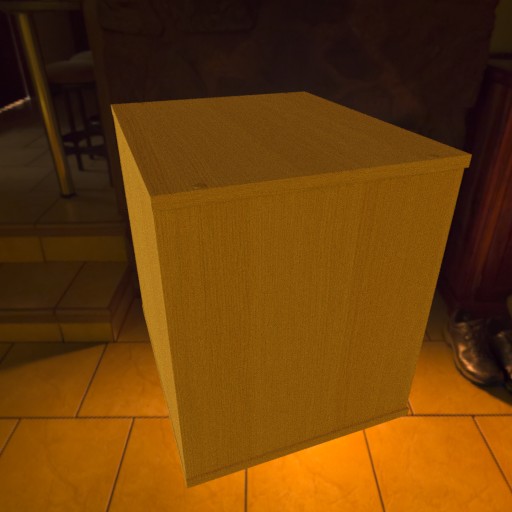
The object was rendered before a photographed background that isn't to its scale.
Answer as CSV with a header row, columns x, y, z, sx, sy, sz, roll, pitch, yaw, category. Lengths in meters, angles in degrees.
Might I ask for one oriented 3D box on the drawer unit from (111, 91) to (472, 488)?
x,y,z,sx,sy,sz,roll,pitch,yaw,category
0.000,0.000,0.587,0.290,0.344,0.349,-10,31,-17,drawer unit
